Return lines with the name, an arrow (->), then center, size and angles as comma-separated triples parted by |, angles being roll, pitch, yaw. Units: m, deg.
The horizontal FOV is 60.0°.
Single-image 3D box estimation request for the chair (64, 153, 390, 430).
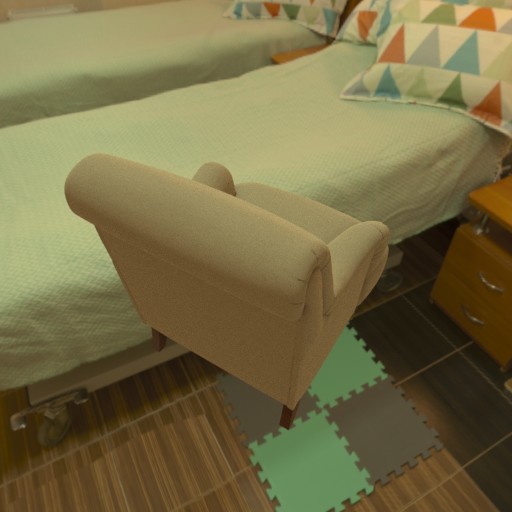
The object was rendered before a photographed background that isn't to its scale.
chair -> 0.000, 0.000, 1.576 | 0.766, 0.942, 0.842 | 24, 49, 23
